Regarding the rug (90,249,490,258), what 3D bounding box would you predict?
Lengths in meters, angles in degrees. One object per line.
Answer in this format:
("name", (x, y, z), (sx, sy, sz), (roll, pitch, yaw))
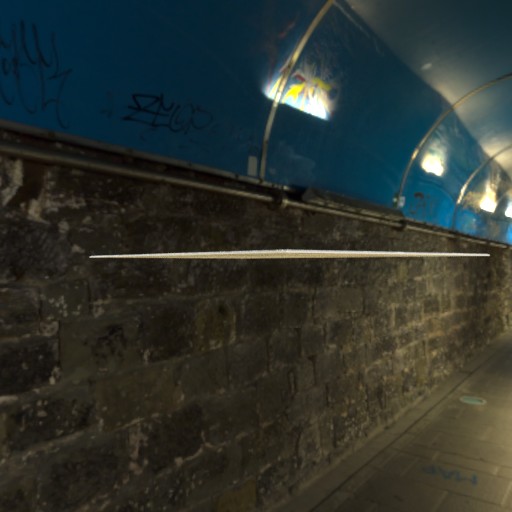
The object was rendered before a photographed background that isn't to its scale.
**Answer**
("rug", (0.000, 0.000, 3.059), (1.536, 0.012, 2.431), (1, -1, -37))
